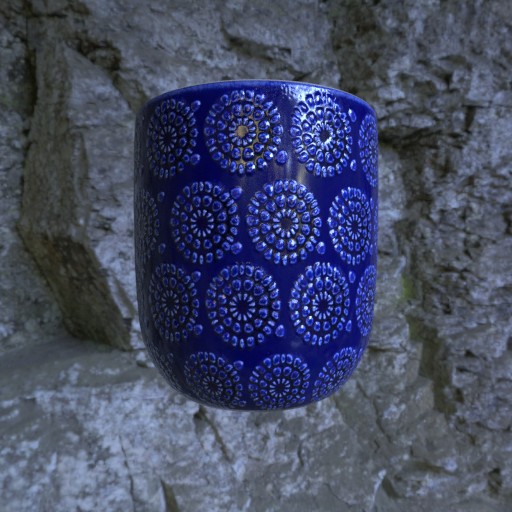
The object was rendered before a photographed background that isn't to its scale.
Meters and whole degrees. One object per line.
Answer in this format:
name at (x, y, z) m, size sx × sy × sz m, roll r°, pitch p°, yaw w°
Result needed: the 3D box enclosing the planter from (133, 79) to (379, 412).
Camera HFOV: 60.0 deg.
planter at (0.000, 0.000, 0.346) m, size 0.184 × 0.206 × 0.184 m, roll 0°, pitch 0°, yaw 0°
